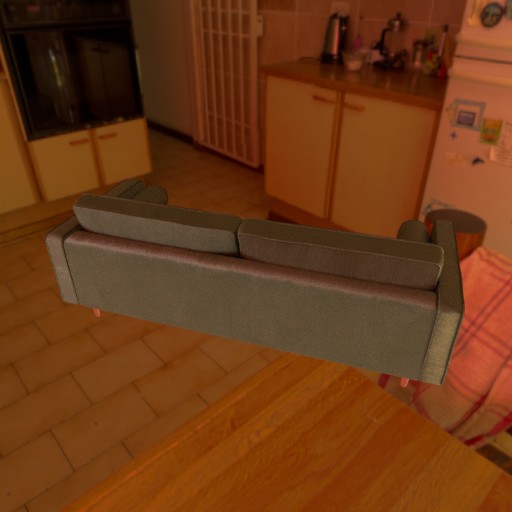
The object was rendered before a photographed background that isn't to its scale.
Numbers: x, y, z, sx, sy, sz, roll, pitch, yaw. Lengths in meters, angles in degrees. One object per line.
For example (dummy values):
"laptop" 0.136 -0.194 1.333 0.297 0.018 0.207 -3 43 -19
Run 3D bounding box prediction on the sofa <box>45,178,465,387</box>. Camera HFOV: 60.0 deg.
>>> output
"sofa" 0.000 0.000 2.644 2.199 0.769 0.918 10 34 15
